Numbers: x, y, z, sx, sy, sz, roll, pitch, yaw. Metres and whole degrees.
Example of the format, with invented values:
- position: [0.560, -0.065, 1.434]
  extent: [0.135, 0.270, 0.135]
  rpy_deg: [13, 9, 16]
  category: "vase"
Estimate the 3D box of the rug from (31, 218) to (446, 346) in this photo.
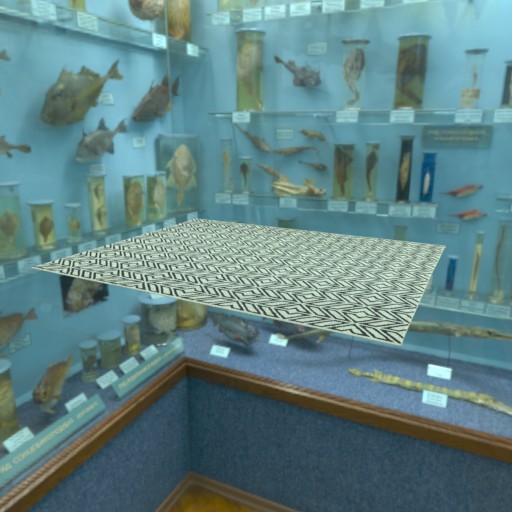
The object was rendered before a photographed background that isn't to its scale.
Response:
- position: [0.000, 0.000, 4.112]
  extent: [3.045, 0.008, 2.421]
  rpy_deg: [8, 18, 27]
  category: "rug"
